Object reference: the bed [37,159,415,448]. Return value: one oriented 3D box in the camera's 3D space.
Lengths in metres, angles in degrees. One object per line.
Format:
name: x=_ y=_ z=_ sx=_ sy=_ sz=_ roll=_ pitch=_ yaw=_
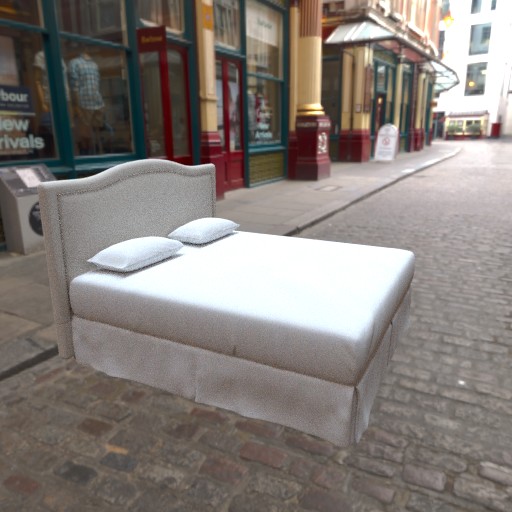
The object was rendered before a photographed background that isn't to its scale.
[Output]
bed: x=0.000 y=0.000 z=3.459 sx=2.182 sy=1.421 sz=2.083 roll=8 pitch=17 yaw=26
